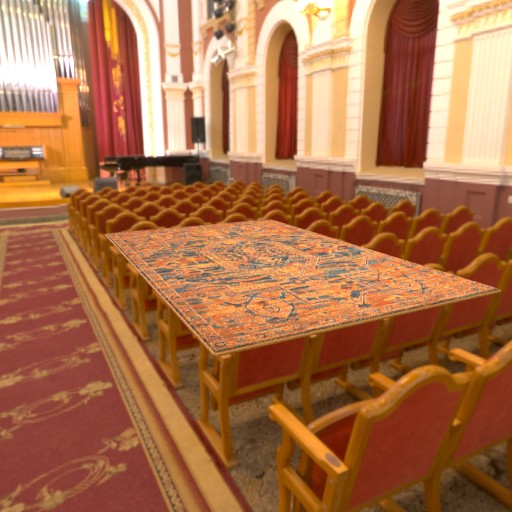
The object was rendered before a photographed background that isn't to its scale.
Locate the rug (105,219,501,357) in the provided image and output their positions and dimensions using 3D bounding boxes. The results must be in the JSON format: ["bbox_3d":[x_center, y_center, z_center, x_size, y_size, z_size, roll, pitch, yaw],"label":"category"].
[{"bbox_3d":[0.000,0.000,1.050,0.557,0.008,0.863,-7,16,-26],"label":"rug"}]
